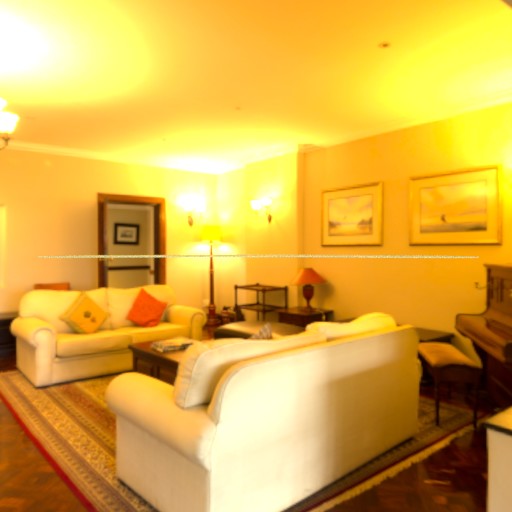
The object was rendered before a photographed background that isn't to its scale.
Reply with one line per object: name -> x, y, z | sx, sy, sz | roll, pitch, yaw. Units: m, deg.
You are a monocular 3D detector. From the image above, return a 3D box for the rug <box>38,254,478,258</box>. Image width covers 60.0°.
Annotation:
rug -> 0.000, 0.000, 2.685 | 2.340, 0.013, 0.686 | 0, 1, 2
